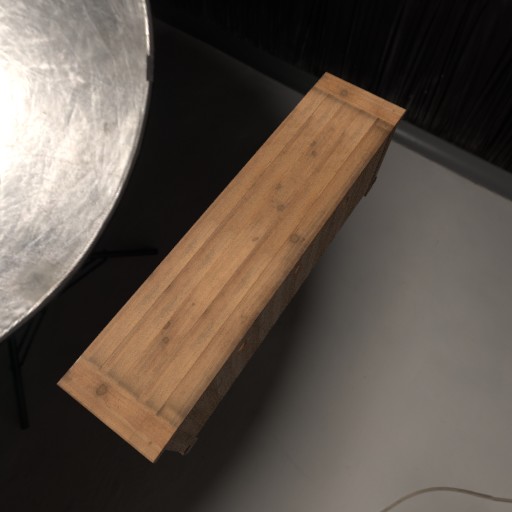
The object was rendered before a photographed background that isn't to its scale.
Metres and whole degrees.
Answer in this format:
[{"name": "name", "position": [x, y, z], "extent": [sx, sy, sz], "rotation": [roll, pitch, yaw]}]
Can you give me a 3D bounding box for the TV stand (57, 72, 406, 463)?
[{"name": "TV stand", "position": [0.000, 0.000, 2.045], "extent": [0.453, 0.573, 1.804], "rotation": [32, 68, 14]}]
